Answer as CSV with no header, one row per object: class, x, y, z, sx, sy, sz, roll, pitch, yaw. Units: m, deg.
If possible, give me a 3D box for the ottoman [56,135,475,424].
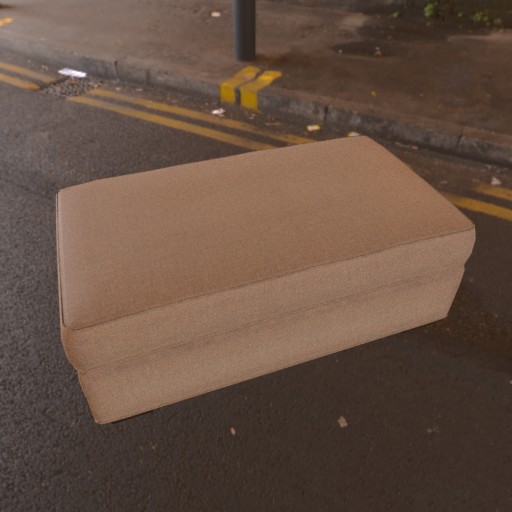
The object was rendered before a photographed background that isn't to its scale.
ottoman,0.000,0.000,1.381,1.097,0.448,0.617,-13,43,-15
